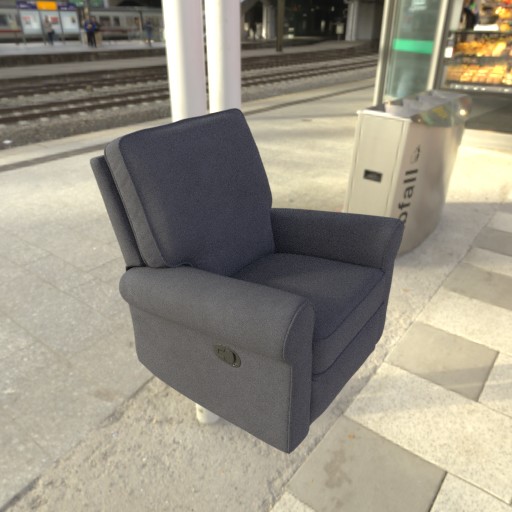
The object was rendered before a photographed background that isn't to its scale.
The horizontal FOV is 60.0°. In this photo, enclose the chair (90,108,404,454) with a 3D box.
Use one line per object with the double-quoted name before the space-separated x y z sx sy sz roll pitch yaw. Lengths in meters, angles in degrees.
"chair" 0.000 0.000 1.687 0.878 0.961 0.890 18 33 31
